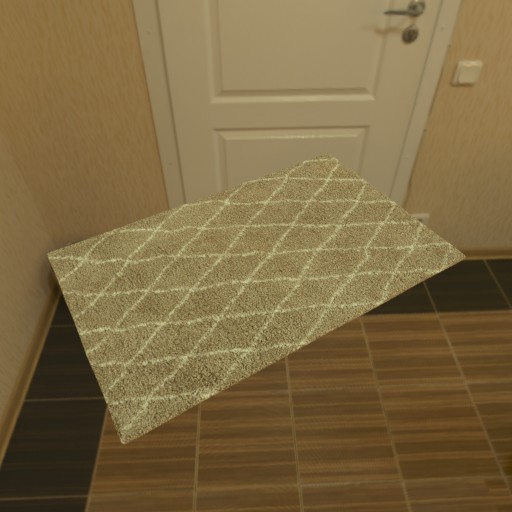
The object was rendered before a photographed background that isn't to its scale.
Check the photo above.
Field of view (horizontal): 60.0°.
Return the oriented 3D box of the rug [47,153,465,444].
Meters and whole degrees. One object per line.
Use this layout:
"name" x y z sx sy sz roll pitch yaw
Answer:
"rug" 0.000 0.000 3.035 2.438 0.030 1.524 -23 50 -22
